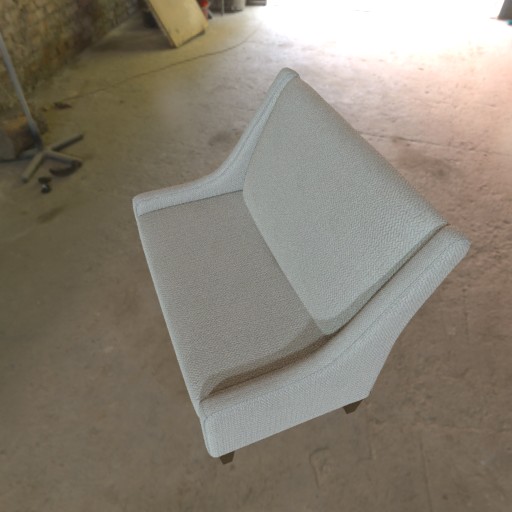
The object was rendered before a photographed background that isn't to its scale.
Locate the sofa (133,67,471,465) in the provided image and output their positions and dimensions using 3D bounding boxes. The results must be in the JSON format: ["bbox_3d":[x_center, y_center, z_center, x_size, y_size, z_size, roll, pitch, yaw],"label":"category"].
[{"bbox_3d":[0.000,0.000,1.891,0.870,1.022,1.242,-16,49,-15],"label":"sofa"}]
